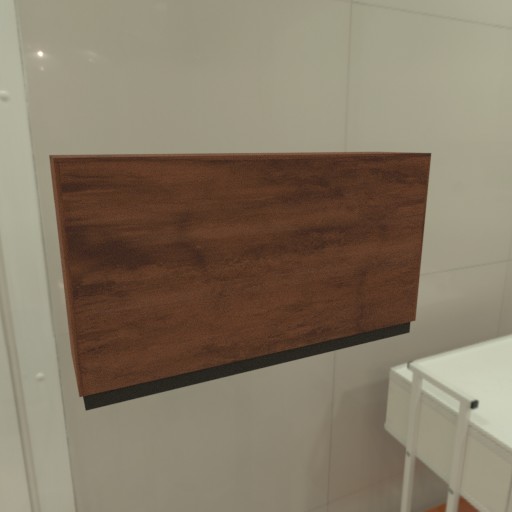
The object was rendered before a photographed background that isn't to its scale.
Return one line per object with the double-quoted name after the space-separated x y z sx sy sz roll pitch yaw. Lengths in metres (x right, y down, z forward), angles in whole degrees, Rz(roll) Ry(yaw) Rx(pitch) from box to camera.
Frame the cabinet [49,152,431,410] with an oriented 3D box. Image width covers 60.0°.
0.000 0.000 2.003 1.600 0.900 0.420 -7 16 -25 "cabinet"
